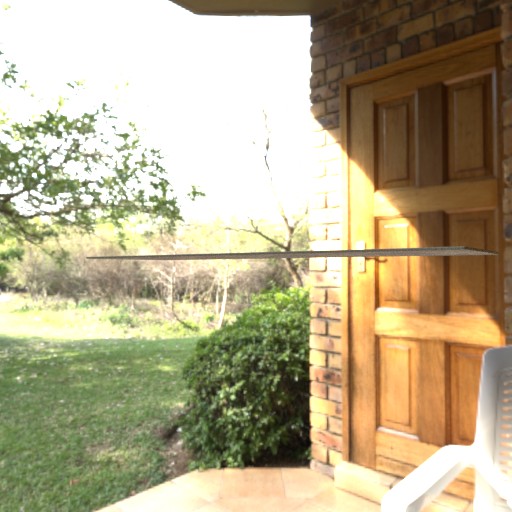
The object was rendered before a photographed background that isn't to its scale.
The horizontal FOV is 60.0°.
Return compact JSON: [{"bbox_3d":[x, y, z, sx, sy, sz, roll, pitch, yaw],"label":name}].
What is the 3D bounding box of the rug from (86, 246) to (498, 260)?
[{"bbox_3d":[0.000,0.000,2.468,2.297,0.013,0.661,-1,-2,37],"label":"rug"}]
